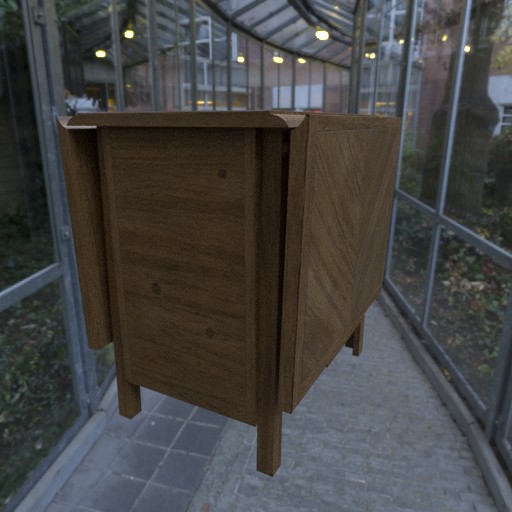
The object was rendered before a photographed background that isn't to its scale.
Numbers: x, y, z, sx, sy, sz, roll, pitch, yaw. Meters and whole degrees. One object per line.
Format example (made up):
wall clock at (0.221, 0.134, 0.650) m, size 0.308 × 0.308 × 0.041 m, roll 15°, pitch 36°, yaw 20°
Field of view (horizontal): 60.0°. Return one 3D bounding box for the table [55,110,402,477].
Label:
table at (0.000, 0.000, 1.252) m, size 0.591 × 0.763 × 0.746 m, roll 9°, pitch 19°, yaw 27°
